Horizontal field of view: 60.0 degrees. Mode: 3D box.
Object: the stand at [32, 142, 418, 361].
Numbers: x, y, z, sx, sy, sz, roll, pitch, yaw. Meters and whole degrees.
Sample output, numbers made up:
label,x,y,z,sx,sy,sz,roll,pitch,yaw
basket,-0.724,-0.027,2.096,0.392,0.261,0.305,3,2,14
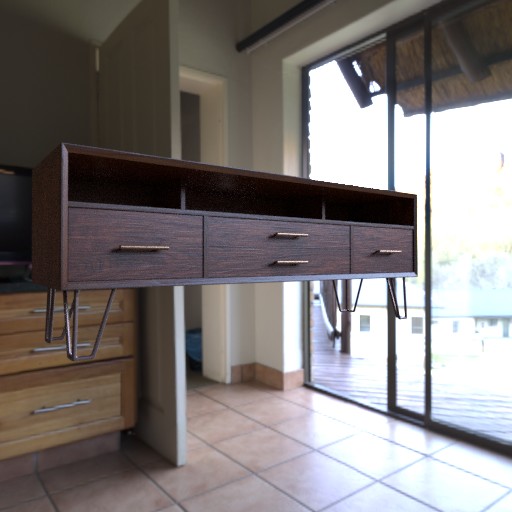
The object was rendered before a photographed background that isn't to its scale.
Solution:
label,x,y,z,sx,sy,sz,roll,pitch,yaw
stand,0.000,0.000,1.862,1.626,0.610,0.481,0,-1,-36
